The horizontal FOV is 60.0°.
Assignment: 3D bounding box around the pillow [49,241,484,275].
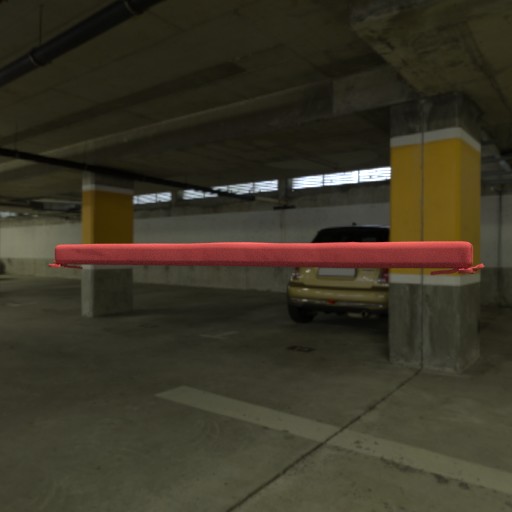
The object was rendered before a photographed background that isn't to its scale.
[{"bbox_3d":[0.000,0.000,1.340,1.187,0.081,0.492,0,1,19],"label":"pillow"}]
